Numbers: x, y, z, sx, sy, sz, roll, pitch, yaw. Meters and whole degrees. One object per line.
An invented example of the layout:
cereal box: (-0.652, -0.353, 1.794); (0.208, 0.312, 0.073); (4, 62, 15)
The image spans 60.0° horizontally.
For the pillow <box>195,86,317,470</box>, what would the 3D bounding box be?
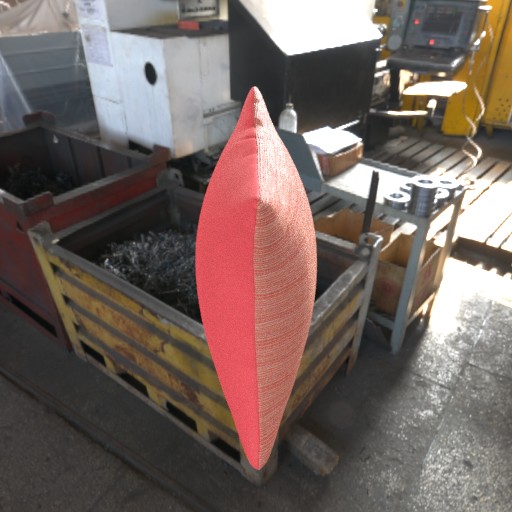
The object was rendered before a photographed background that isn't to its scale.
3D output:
pillow: (0.000, 0.000, 0.842); (0.229, 0.501, 0.559); (0, 33, -1)
